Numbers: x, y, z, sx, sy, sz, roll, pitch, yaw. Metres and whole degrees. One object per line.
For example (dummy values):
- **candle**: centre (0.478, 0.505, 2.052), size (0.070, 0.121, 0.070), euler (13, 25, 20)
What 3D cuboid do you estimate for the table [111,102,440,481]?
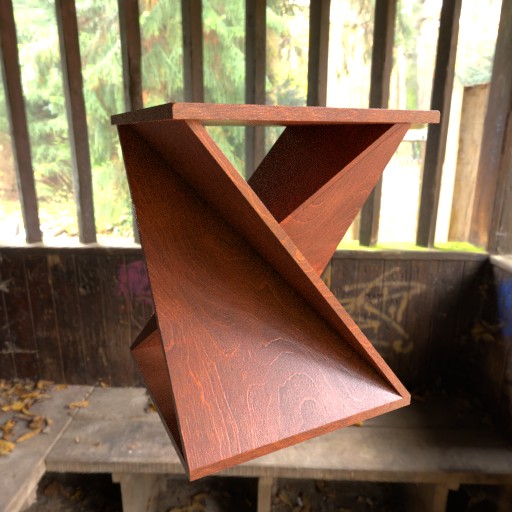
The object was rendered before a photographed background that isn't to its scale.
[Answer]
- **table**: centre (0.000, 0.000, 0.848), size (0.427, 0.520, 0.427), euler (-8, 17, -26)
